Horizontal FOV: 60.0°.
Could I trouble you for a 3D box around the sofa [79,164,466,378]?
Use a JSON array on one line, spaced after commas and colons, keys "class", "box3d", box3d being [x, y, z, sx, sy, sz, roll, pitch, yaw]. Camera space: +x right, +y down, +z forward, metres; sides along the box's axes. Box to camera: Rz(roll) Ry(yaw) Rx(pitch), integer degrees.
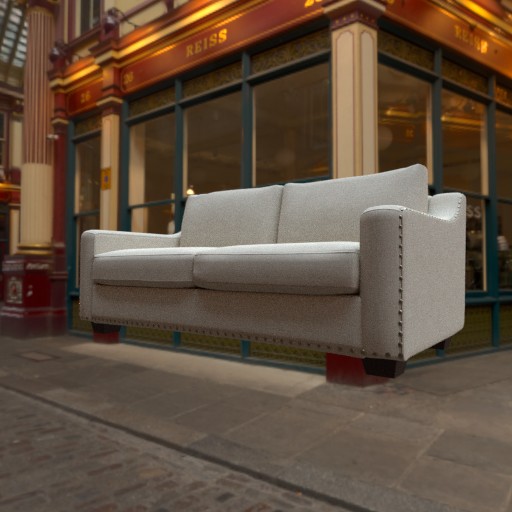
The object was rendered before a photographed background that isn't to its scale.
[{"class": "sofa", "box3d": [0.000, 0.000, 2.652, 2.107, 0.983, 1.104, -1, -2, 37]}]
